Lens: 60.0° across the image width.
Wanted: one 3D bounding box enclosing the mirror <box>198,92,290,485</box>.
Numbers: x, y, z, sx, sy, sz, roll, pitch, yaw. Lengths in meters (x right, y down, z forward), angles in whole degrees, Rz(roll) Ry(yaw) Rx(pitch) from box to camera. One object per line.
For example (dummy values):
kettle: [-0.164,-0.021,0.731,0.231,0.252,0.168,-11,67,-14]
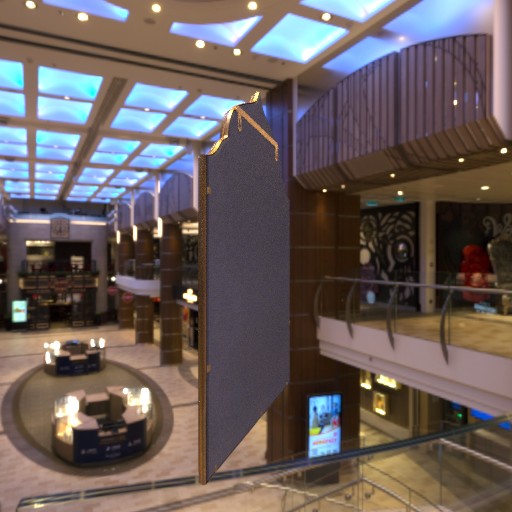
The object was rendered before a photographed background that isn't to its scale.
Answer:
mirror: [0.000,0.000,0.859,0.018,0.635,0.513,0,0,17]
